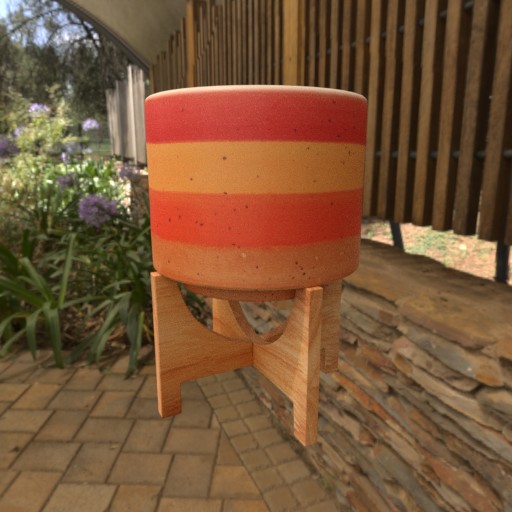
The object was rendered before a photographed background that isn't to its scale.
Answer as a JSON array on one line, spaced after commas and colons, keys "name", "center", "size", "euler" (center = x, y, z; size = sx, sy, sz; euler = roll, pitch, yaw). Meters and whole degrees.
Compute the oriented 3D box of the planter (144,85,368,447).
[{"name": "planter", "center": [0.000, 0.000, 0.568], "size": [0.269, 0.379, 0.269], "euler": [0, 13, 0]}]
